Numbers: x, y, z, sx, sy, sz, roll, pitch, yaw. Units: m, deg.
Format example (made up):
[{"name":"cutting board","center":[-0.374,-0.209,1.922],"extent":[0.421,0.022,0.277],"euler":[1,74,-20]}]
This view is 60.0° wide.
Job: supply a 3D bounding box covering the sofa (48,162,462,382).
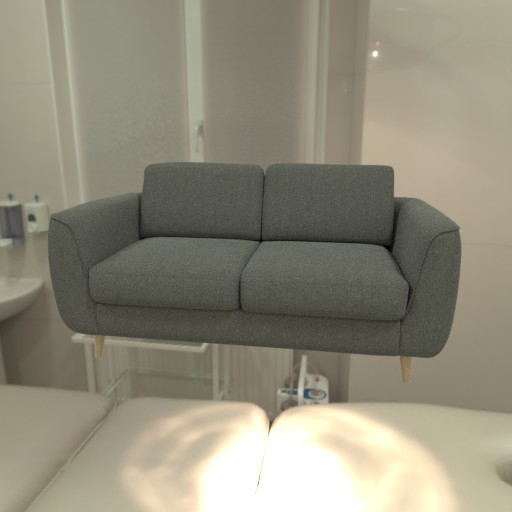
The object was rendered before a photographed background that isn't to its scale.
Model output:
[{"name":"sofa","center":[0.000,0.000,2.162],"extent":[1.700,0.870,0.920],"euler":[2,15,9]}]
